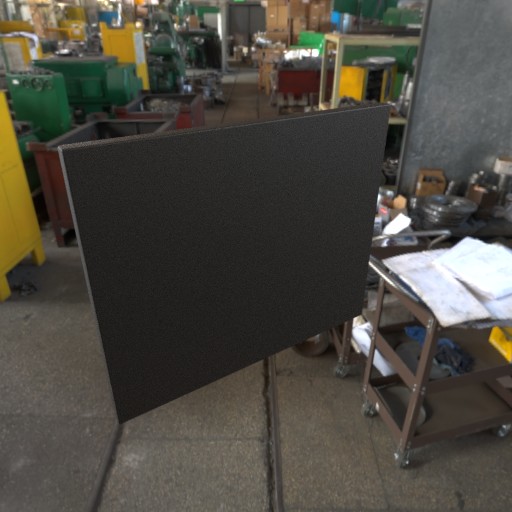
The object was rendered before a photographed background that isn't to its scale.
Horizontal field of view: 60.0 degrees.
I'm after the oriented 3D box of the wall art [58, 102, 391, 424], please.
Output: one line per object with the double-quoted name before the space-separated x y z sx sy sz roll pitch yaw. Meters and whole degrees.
"wall art" 0.000 0.000 0.767 0.558 0.457 0.031 -17 33 -29
